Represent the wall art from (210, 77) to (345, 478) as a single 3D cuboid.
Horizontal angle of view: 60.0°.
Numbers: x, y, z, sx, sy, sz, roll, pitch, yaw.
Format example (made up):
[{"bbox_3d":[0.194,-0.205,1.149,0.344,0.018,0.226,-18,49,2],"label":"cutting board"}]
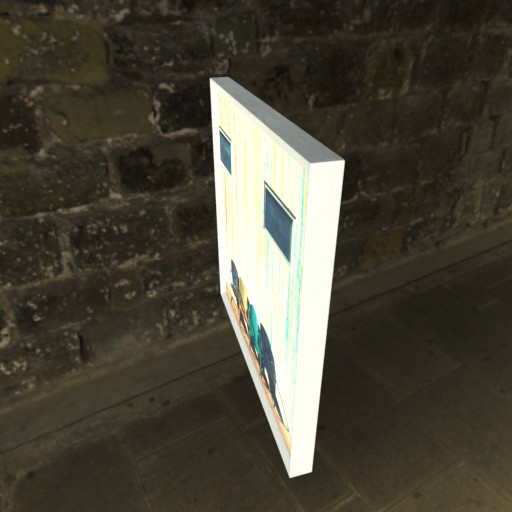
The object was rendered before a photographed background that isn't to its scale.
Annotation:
[{"bbox_3d":[0.000,0.000,0.773,0.037,0.508,0.508,-8,32,-14],"label":"wall art"}]
